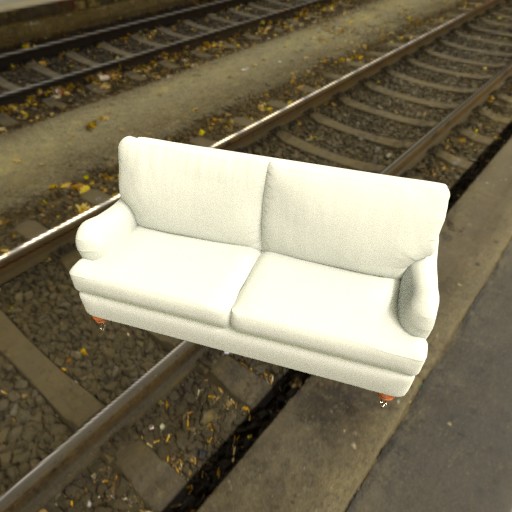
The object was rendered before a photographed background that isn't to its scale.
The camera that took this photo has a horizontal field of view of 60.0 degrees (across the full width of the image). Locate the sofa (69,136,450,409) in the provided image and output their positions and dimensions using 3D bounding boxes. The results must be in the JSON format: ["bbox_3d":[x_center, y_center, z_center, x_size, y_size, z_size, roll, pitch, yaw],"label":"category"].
[{"bbox_3d":[0.000,0.000,2.868,2.193,1.096,1.069,12,42,13],"label":"sofa"}]
